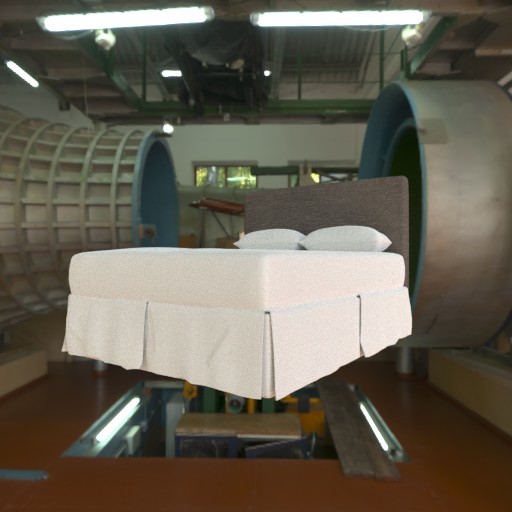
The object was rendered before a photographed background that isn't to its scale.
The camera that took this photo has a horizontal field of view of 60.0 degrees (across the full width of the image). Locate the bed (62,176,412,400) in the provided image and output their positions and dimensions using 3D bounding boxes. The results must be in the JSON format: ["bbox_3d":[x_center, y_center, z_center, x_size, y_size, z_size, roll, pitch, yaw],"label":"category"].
[{"bbox_3d":[0.000,0.000,3.269,1.723,1.330,2.142,0,0,36],"label":"bed"}]
